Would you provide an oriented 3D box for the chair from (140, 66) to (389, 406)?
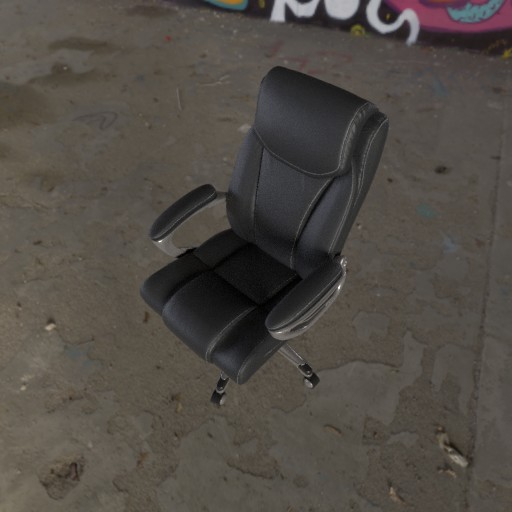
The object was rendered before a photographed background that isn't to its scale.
[{"bbox_3d":[0.000,0.000,1.711,0.741,1.167,0.784,34,56,27],"label":"chair"}]
